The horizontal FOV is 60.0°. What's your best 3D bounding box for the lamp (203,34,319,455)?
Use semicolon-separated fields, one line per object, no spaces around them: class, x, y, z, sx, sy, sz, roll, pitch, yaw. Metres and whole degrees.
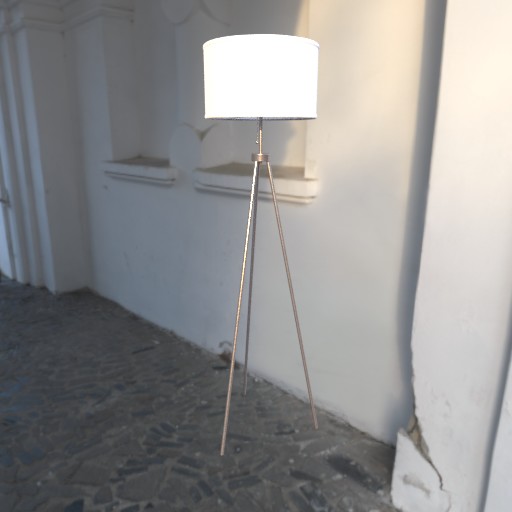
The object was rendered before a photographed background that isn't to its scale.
lamp;0.000;0.000;1.790;0.448;1.545;0.458;-7;17;-25
